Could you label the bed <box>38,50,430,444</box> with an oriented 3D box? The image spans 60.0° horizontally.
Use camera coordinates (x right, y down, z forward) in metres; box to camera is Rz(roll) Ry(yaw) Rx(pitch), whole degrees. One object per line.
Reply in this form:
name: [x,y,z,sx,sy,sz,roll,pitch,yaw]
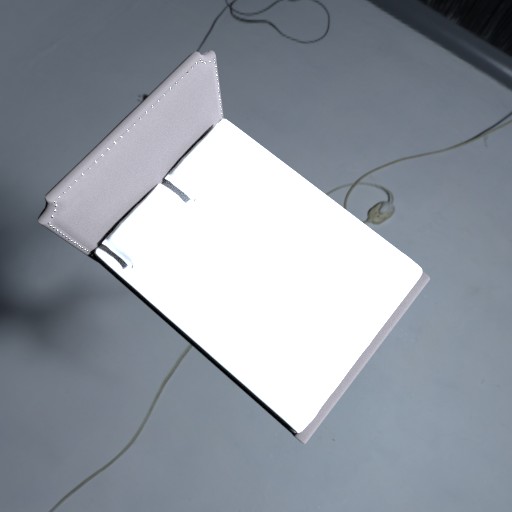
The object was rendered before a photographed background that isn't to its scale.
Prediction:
bed: [0.000,0.000,3.432,2.372,1.443,1.713,39,79,9]
